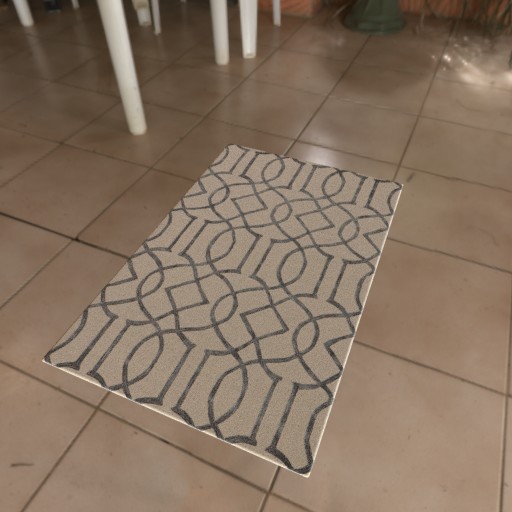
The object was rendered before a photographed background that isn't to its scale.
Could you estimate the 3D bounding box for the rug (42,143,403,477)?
[{"bbox_3d":[0.000,0.000,2.949,1.521,0.017,2.365,17,48,16],"label":"rug"}]
